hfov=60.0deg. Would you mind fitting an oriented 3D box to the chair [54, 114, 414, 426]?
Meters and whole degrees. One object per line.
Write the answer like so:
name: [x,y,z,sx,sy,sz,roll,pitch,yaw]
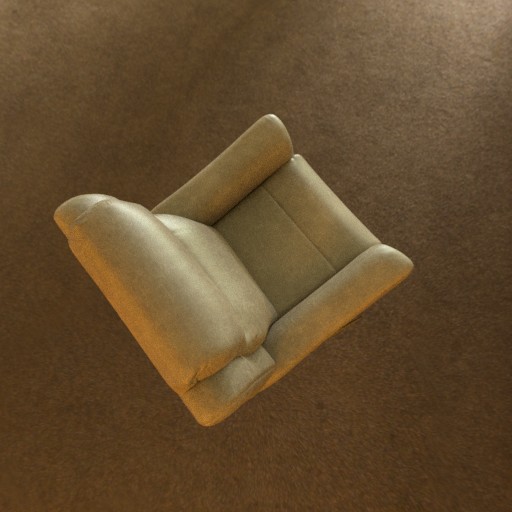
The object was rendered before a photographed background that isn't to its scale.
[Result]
chair: [0.000,0.000,1.883,1.068,1.116,0.967,-37,77,-10]
